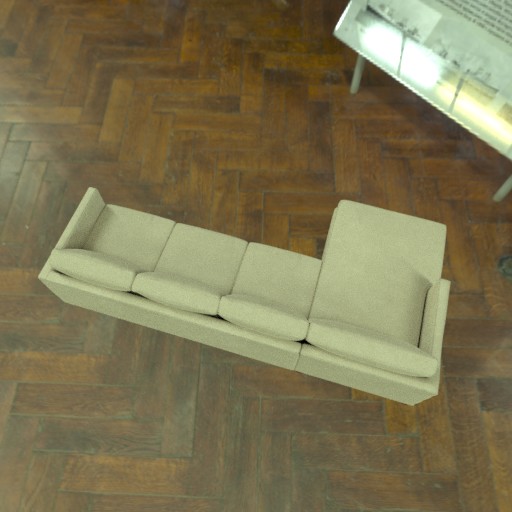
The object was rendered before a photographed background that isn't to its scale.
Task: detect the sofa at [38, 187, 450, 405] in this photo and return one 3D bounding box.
[{"bbox_3d":[0.000,0.000,3.901,3.186,0.846,1.625,15,65,7],"label":"sofa"}]
